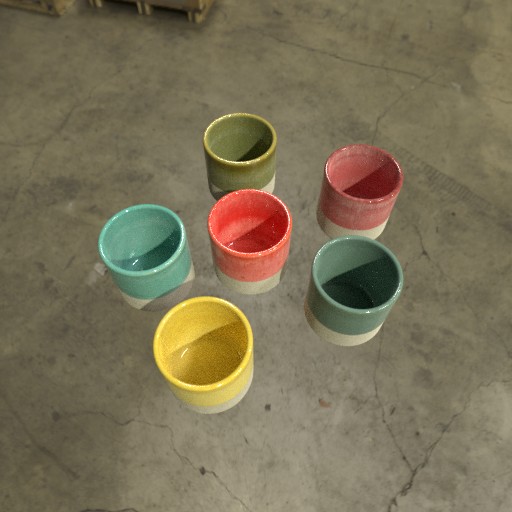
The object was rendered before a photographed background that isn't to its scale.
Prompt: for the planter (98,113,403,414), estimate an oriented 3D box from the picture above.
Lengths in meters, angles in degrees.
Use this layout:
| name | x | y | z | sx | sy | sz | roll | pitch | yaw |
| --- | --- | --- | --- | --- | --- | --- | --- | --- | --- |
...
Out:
| name | x | y | z | sx | sy | sz | roll | pitch | yaw |
| --- | --- | --- | --- | --- | --- | --- | --- | --- | --- |
| planter | 0.000 | 0.000 | 0.415 | 0.257 | 0.075 | 0.286 | 16 | 59 | 10 |
